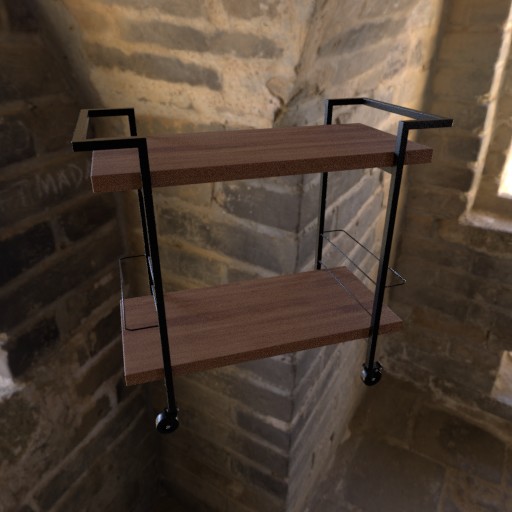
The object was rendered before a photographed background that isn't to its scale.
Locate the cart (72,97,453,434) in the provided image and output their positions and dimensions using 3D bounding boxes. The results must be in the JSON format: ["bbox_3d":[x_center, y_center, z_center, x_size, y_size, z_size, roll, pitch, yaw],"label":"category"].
[{"bbox_3d":[0.000,0.000,1.232,0.806,0.762,0.406,-8,28,-15],"label":"cart"}]
